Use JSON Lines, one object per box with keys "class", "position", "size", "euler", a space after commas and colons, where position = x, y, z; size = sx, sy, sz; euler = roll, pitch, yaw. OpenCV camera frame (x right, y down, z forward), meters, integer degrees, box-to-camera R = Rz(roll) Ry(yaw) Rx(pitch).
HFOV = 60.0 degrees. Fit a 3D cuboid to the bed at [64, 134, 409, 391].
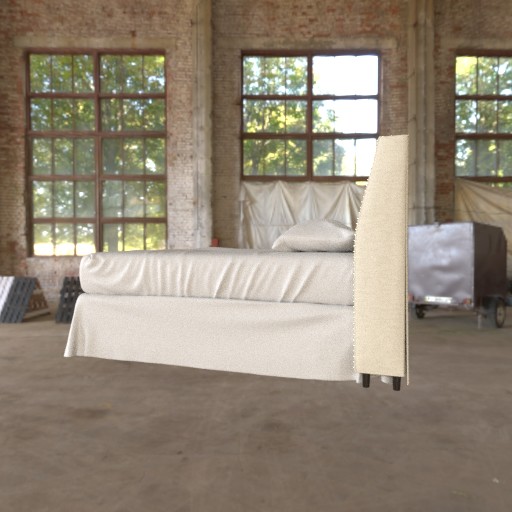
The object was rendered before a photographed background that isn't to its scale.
{"class": "bed", "position": [0.000, 0.000, 3.481], "size": [2.276, 1.332, 1.925], "euler": [1, 2, 19]}
